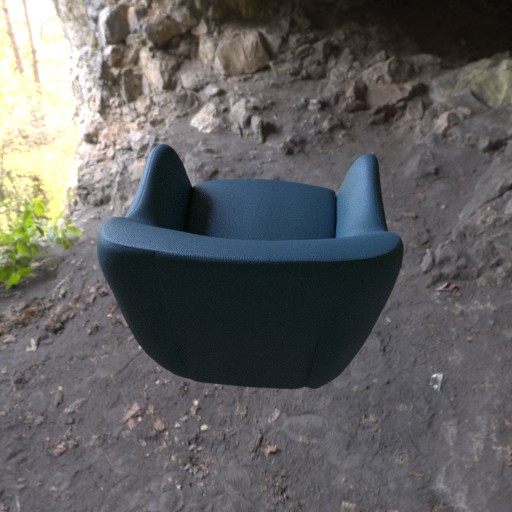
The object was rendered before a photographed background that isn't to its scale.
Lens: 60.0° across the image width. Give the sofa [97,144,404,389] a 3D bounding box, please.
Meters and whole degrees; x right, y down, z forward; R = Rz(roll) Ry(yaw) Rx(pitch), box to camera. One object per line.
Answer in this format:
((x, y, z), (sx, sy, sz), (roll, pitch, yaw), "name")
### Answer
((0.000, 0.000, 1.518), (0.836, 0.817, 0.825), (3, 47, 3), "sofa")
